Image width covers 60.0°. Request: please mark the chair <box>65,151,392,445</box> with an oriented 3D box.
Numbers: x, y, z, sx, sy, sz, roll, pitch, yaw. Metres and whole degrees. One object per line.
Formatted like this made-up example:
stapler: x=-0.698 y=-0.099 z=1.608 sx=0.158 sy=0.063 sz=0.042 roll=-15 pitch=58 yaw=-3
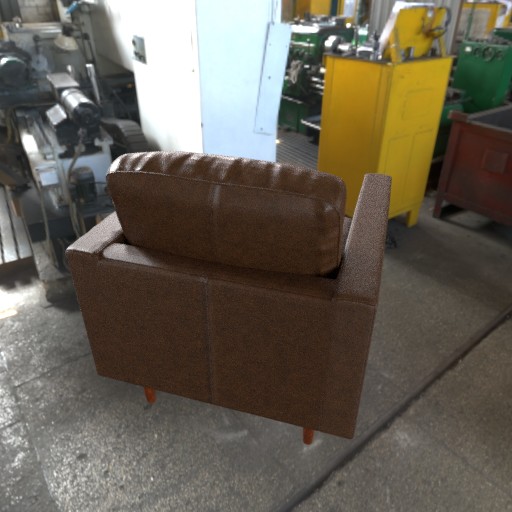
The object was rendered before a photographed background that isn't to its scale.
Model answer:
chair: x=0.000 y=0.000 z=1.650 sx=0.890 sy=0.956 sz=0.909 roll=9 pitch=33 yaw=14
